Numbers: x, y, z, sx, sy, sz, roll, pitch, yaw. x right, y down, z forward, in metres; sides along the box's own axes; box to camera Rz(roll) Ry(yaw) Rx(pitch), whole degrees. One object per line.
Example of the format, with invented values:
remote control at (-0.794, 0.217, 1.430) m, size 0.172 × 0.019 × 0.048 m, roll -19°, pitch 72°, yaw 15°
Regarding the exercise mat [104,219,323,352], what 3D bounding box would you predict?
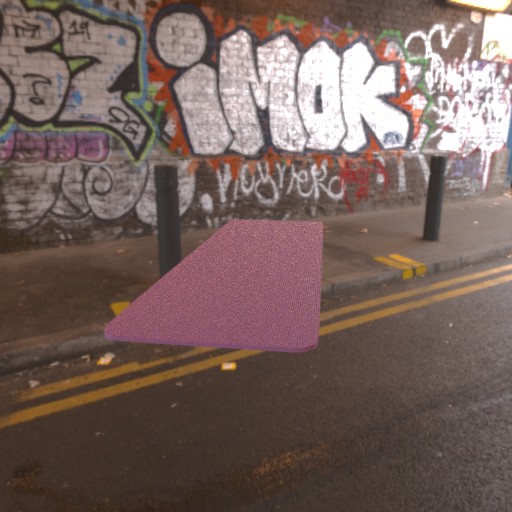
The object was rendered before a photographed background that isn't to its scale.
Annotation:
exercise mat at (0.000, 0.000, 2.089) m, size 0.616 × 0.021 × 1.869 m, roll 2°, pitch 15°, yaw 8°
